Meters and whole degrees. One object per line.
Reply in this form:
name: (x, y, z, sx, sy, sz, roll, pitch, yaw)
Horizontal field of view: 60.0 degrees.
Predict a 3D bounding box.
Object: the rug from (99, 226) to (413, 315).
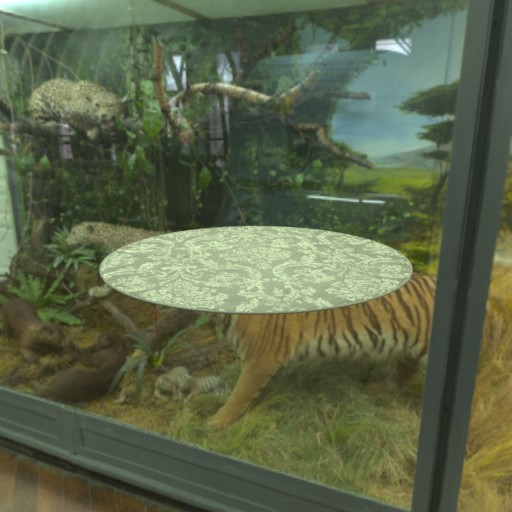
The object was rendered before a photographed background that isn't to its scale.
rug: (0.000, 0.000, 2.379, 1.593, 0.012, 1.593, 0, 15, 0)
